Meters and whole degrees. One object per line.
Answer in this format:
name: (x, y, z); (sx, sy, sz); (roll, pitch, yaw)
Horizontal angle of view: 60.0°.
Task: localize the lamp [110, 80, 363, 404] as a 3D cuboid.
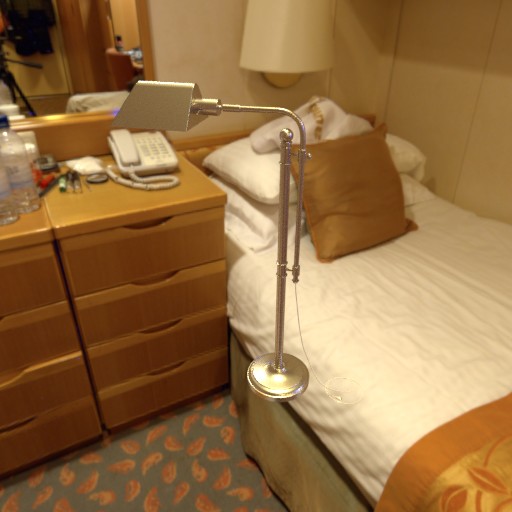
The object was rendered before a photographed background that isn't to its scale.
lamp: (0.000, 0.000, 0.975); (0.546, 0.708, 0.159); (8, 31, 13)
